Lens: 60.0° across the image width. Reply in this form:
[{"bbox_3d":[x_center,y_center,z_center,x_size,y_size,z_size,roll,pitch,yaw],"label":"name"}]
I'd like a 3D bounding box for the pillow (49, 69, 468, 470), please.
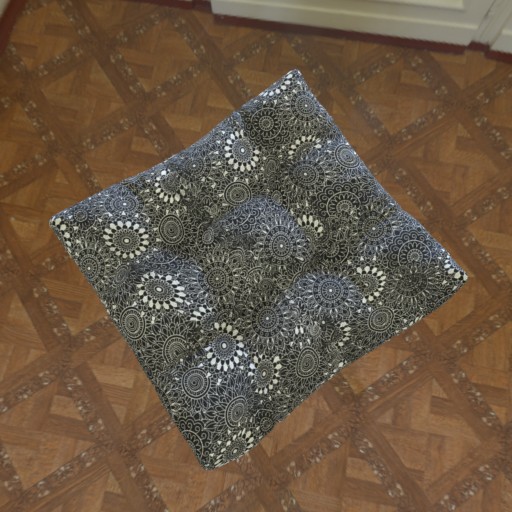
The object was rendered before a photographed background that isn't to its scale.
[{"bbox_3d":[0.000,0.000,0.718,0.490,0.128,0.468,-34,78,-8],"label":"pillow"}]
